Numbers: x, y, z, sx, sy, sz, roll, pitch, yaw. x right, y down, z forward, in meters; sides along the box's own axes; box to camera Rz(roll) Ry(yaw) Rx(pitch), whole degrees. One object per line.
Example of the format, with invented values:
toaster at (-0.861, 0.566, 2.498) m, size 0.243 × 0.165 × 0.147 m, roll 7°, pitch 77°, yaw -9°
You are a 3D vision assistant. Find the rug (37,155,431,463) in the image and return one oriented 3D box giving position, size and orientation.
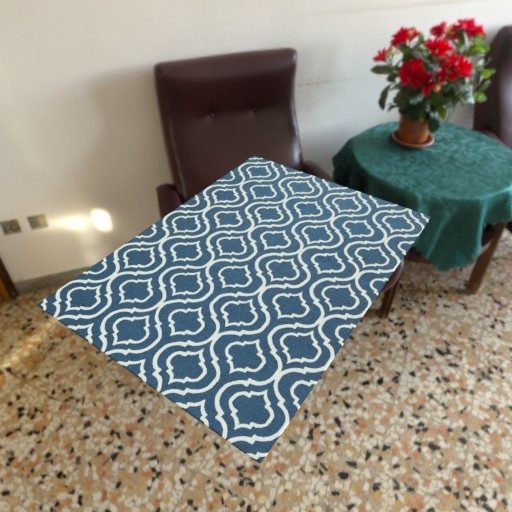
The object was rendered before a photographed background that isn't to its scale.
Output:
rug at (0.000, 0.000, 4.462) m, size 2.438 × 0.010 × 3.353 m, roll 25°, pitch 47°, yaw 26°
